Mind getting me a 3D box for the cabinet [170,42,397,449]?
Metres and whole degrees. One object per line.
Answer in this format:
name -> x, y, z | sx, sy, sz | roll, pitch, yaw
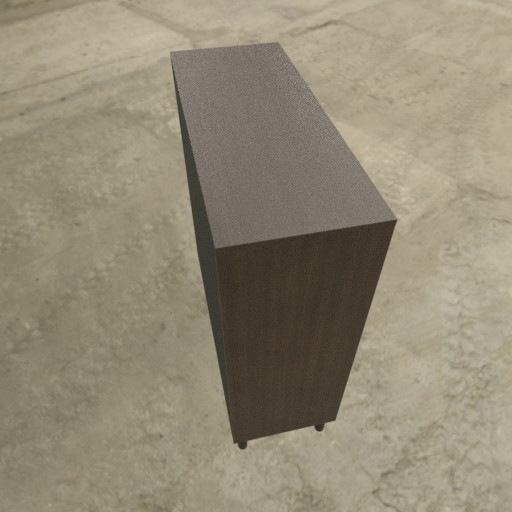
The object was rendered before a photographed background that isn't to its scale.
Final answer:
cabinet -> 0.000, 0.000, 1.693 | 0.400, 1.170, 1.010 | -9, 47, -9
